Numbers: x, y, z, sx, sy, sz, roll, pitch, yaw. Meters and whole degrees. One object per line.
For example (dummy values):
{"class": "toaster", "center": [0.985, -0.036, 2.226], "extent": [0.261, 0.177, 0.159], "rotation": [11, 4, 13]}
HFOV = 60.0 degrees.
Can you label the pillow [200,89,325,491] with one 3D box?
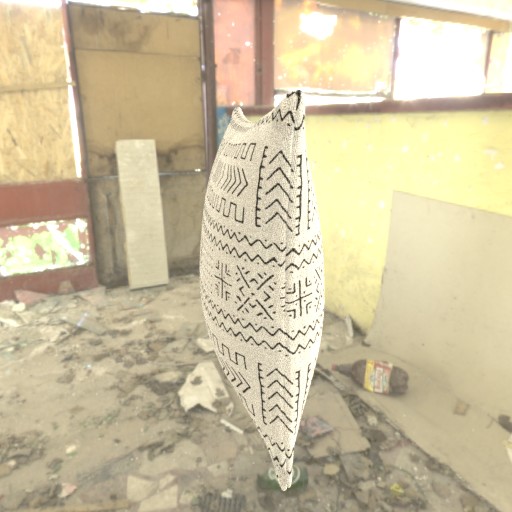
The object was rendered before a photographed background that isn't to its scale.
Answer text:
{"class": "pillow", "center": [0.000, 0.000, 0.645], "extent": [0.164, 0.430, 0.438], "rotation": [-3, 17, -9]}
